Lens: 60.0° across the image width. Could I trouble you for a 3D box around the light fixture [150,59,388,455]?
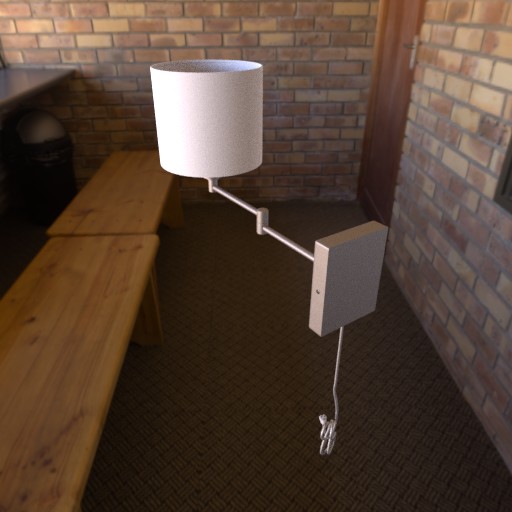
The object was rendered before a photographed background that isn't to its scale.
[{"bbox_3d":[0.000,0.000,0.855,0.203,0.651,0.516,-19,34,-30],"label":"light fixture"}]
